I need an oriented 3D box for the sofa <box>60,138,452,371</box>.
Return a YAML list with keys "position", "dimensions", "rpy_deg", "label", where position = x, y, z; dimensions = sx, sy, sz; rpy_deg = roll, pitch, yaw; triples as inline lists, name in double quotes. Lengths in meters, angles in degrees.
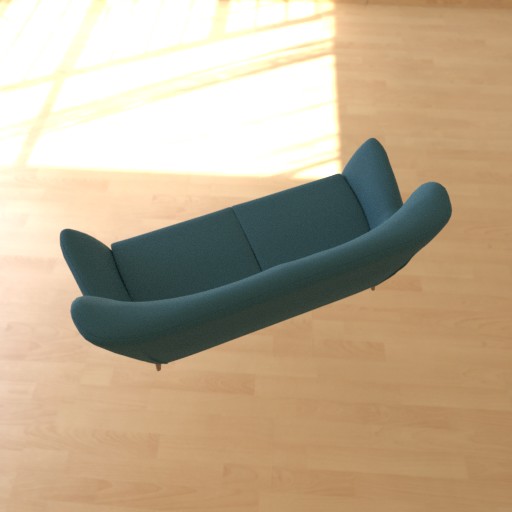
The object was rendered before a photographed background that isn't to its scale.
- position: [0.000, 0.000, 2.467]
  dimensions: [1.930, 0.890, 0.889]
  rpy_deg: [-19, 60, -11]
  label: "sofa"
